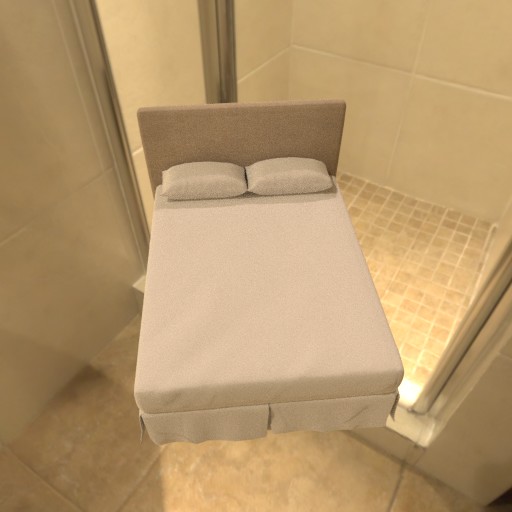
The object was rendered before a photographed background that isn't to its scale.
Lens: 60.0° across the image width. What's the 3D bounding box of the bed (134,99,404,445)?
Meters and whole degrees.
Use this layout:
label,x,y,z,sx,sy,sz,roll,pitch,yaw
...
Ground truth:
label,x,y,z,sx,sy,sz,roll,pitch,yaw
bed,0.000,0.000,3.231,1.713,1.330,2.162,-4,46,-4
